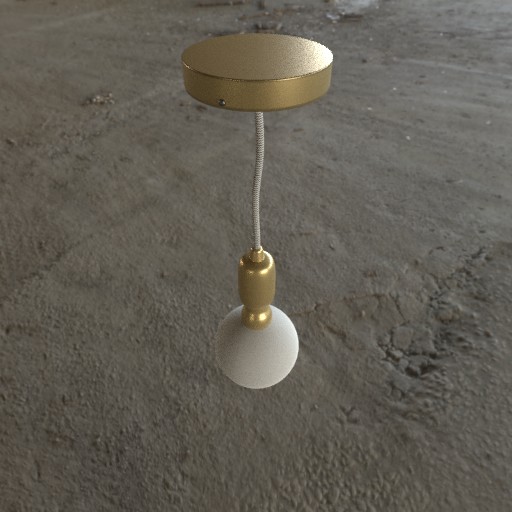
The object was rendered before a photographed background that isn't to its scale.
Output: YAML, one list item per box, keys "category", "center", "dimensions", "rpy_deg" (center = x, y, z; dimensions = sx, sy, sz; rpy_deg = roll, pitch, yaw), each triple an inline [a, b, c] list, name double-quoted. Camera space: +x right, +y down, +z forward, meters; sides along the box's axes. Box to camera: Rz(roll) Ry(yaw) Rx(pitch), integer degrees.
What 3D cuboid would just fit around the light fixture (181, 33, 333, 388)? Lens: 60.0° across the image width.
- category: "light fixture"
  center: [0.000, 0.000, 0.589]
  dimensions: [0.146, 0.510, 0.147]
  rpy_deg: [25, 46, 26]
